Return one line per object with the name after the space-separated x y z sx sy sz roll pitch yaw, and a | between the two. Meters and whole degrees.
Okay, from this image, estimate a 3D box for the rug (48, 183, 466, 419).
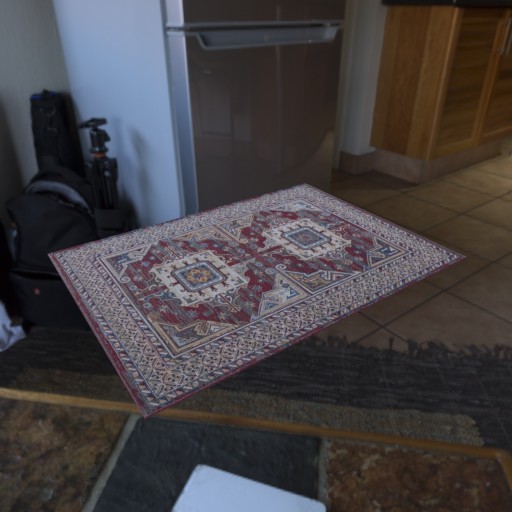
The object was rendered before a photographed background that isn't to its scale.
0.000 0.000 2.888 2.210 0.011 1.599 -20 36 -30 | rug
